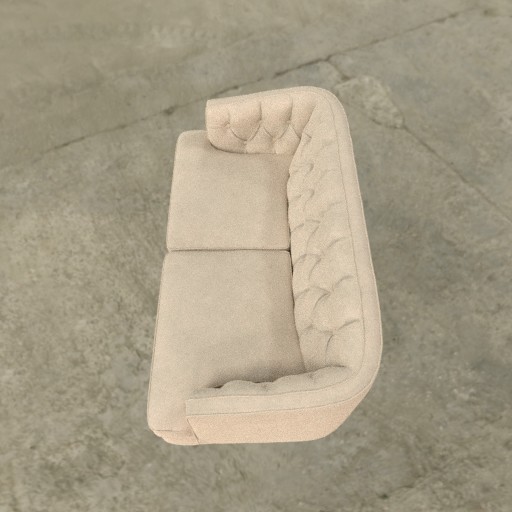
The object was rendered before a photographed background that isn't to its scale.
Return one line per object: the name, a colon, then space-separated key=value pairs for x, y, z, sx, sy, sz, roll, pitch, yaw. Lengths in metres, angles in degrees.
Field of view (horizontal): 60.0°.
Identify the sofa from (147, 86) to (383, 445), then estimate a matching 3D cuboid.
sofa: x=0.000 y=0.000 z=2.281 sx=0.940 sy=0.878 sz=1.731 roll=-1 pitch=59 yaw=0
